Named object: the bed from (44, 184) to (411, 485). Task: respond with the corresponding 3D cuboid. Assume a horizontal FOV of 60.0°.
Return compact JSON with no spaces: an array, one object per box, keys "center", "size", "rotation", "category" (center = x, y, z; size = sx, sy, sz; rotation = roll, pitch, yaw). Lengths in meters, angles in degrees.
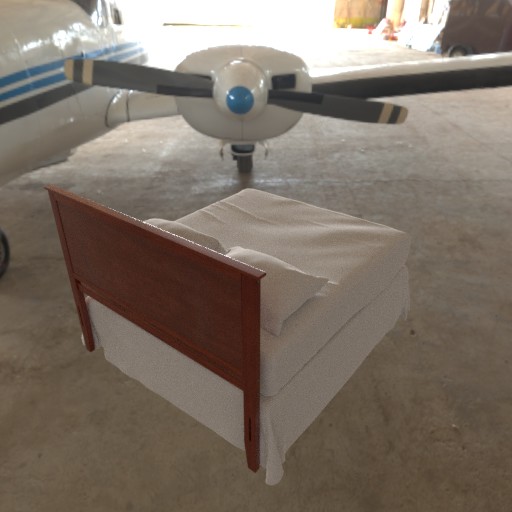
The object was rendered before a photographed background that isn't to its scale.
[{"center":[0.000,0.000,3.221],"size":[1.870,1.270,2.050],"rotation":[21,36,33],"category":"bed"}]
